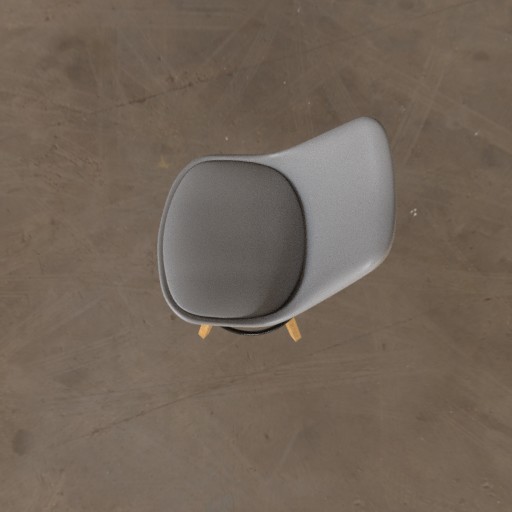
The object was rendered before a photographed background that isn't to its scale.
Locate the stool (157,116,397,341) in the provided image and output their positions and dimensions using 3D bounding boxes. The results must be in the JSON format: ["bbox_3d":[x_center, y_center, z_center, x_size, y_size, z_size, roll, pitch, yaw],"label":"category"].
[{"bbox_3d":[0.000,0.000,1.385,0.550,1.115,0.485,2,75,0],"label":"stool"}]
